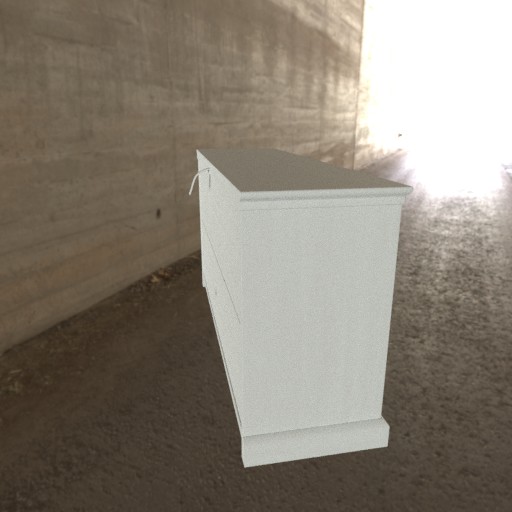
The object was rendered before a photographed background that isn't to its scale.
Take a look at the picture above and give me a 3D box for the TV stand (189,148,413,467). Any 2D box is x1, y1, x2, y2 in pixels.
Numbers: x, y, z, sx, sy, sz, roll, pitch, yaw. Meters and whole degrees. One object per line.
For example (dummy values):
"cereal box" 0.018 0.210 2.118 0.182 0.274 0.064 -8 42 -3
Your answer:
"TV stand" 0.000 0.000 1.482 0.424 0.624 1.187 -3 18 -11
